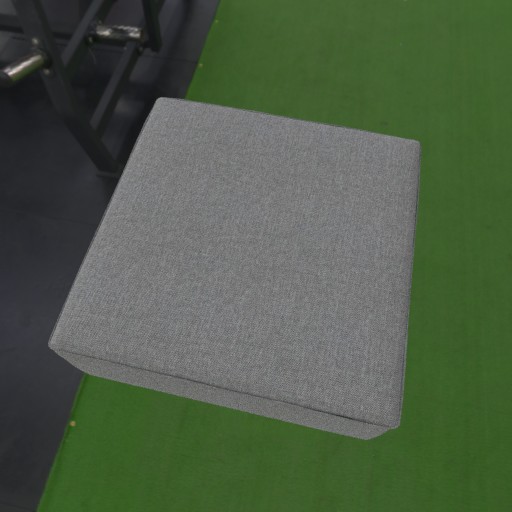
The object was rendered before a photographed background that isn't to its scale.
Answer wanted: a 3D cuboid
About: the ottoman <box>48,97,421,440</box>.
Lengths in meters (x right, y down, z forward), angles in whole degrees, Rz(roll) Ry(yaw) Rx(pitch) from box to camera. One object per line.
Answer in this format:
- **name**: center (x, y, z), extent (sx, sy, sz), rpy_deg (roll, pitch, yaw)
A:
- **ottoman**: center (0.000, 0.000, 1.574), extent (1.017, 0.423, 1.023), rpy_deg (12, 64, 6)
